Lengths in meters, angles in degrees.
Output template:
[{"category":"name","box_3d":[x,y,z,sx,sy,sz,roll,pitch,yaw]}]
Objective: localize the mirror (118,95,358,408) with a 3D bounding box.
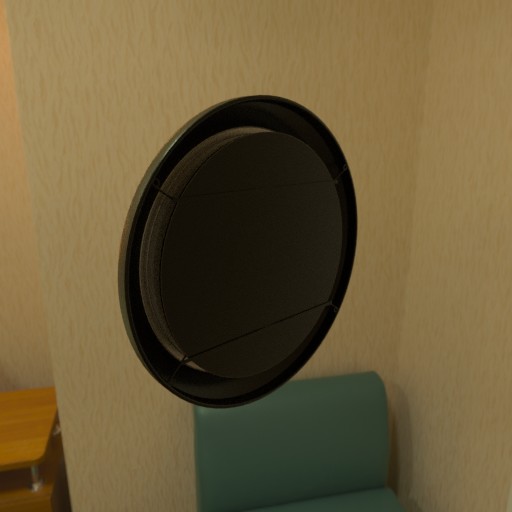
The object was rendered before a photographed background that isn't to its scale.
[{"category":"mirror","box_3d":[0.000,0.000,1.335,0.907,0.907,0.111,-14,21,-41]}]
